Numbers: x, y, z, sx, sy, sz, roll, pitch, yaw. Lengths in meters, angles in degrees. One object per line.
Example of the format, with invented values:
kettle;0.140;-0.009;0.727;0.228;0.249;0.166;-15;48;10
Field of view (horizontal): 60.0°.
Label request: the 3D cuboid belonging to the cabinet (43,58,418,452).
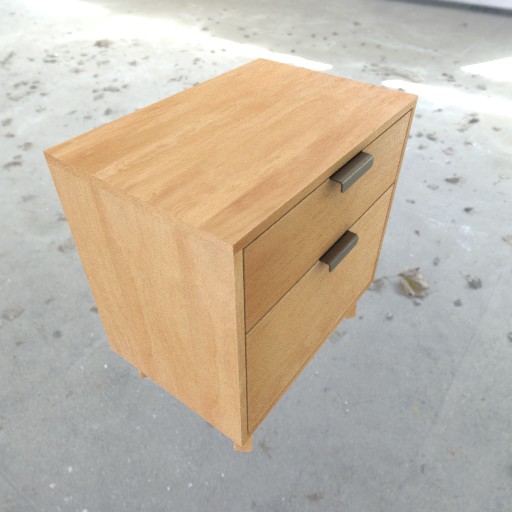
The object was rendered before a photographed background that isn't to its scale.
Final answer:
cabinet;0.000;0.000;0.944;0.394;0.599;0.551;26;47;27
